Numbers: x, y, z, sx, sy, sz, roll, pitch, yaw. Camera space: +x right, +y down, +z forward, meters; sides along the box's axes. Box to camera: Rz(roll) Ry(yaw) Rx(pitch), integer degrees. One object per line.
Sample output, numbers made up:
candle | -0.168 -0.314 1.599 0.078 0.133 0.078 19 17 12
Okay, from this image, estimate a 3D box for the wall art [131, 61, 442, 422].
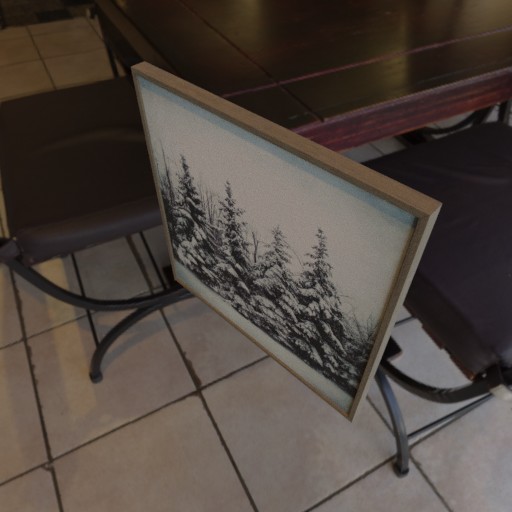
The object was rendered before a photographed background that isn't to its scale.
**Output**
wall art | 0.000 0.000 1.133 0.758 0.758 0.039 34 55 28
